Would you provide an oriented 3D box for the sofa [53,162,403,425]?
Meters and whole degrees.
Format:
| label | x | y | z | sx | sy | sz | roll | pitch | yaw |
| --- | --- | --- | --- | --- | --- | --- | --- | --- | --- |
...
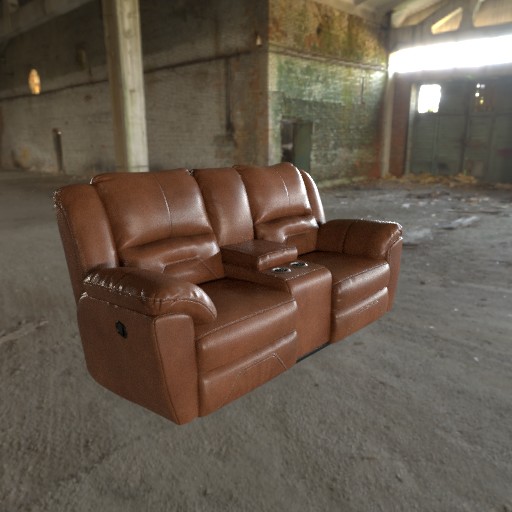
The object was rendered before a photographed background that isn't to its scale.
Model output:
| label | x | y | z | sx | sy | sz | roll | pitch | yaw |
| --- | --- | --- | --- | --- | --- | --- | --- | --- | --- |
| sofa | 0.000 | 0.000 | 2.662 | 0.991 | 1.043 | 2.058 | 13 | 19 | 42 |
